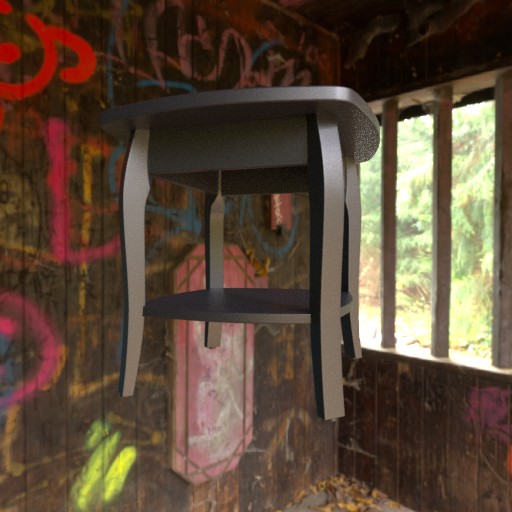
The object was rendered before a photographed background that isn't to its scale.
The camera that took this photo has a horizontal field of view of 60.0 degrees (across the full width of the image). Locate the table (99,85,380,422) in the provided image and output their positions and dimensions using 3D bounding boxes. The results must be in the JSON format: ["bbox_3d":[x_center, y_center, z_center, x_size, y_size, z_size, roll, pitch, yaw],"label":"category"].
[{"bbox_3d":[0.000,0.000,0.850,0.457,0.457,0.508,0,1,17],"label":"table"}]
